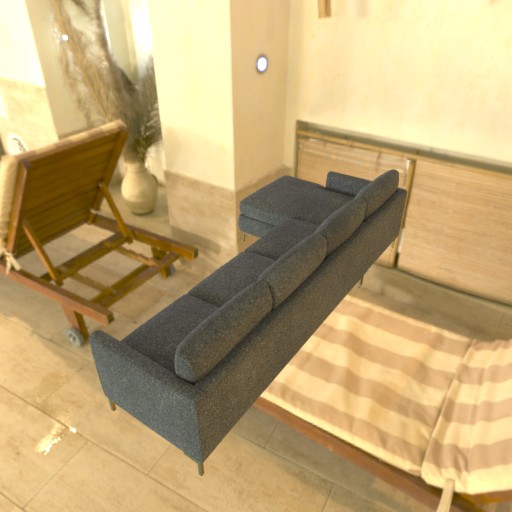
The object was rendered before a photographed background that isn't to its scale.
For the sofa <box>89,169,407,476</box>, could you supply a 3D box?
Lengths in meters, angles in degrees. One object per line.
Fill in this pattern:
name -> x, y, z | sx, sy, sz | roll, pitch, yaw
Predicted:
sofa -> 0.000, 0.000, 3.446 | 1.350, 0.810, 2.932 | 21, 38, 29
